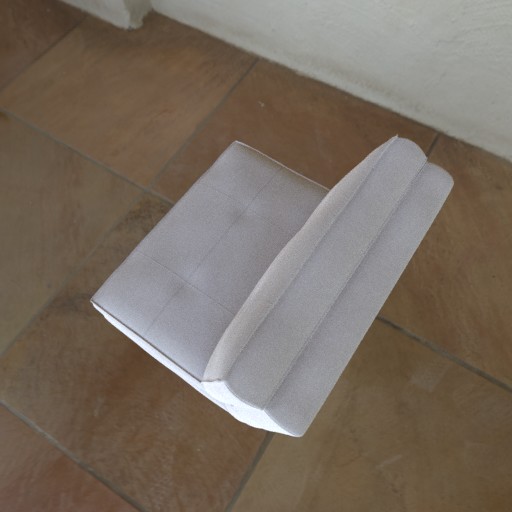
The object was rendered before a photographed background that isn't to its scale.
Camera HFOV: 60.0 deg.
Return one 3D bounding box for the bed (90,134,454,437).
[{"bbox_3d":[0.000,0.000,1.328,0.749,0.614,0.799,32,68,14],"label":"bed"}]
